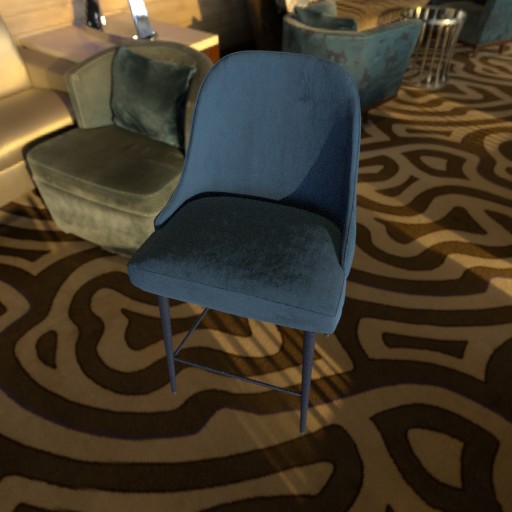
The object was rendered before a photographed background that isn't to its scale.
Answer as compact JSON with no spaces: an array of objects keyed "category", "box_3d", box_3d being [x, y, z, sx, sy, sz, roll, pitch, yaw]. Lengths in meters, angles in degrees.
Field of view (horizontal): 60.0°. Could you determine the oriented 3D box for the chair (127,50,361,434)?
[{"category":"chair","box_3d":[0.000,0.000,1.221,0.526,0.927,0.489,12,42,14]}]
